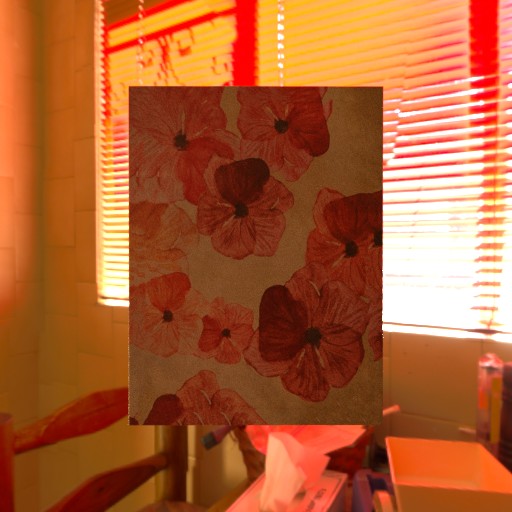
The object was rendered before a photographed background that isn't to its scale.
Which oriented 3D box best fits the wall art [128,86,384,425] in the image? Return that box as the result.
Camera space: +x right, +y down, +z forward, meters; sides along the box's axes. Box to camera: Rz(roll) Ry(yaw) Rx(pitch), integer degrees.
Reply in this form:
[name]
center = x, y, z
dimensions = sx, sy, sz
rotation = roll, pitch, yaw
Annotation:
[wall art]
center = 0.000, 0.000, 1.340
dimensions = 0.762, 1.015, 0.031
rotation = 0, 0, 0
